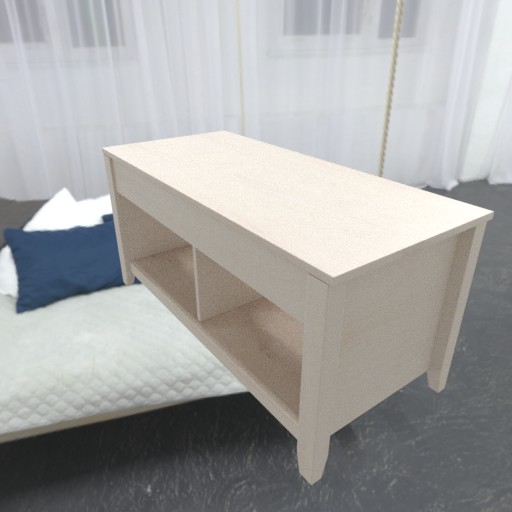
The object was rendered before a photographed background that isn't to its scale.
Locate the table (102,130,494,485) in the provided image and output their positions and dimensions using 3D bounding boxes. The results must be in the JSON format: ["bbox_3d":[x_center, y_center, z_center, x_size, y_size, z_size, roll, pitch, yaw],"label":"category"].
[{"bbox_3d":[0.000,0.000,1.255,0.457,0.483,1.016,-18,32,-32],"label":"table"}]
